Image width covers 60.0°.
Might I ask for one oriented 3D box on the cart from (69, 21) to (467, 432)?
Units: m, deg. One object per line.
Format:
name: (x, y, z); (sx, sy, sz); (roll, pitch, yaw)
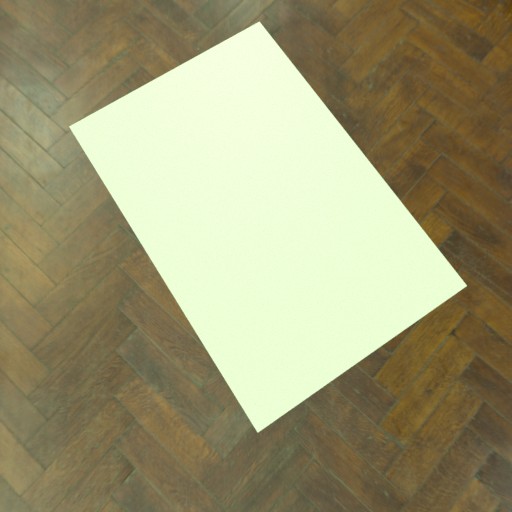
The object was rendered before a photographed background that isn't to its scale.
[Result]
cart: (0.000, 0.000, 1.240); (0.442, 0.864, 0.683); (-32, 78, -8)
